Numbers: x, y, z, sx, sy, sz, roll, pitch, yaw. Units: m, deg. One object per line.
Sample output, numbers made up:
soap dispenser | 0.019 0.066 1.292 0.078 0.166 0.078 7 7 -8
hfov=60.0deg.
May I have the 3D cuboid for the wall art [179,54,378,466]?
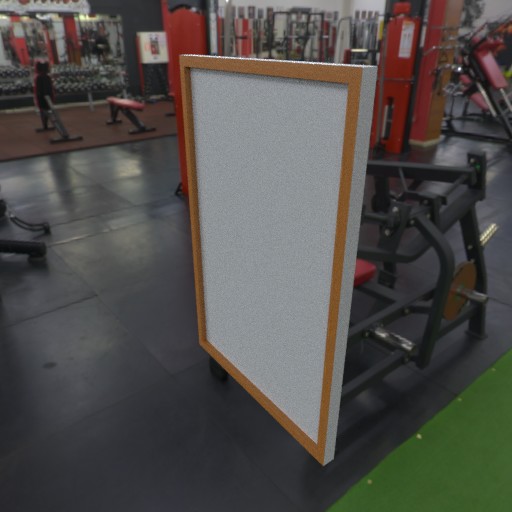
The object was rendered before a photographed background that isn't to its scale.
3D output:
wall art | 0.000 0.000 1.128 0.037 0.916 0.610 -18 32 -32
